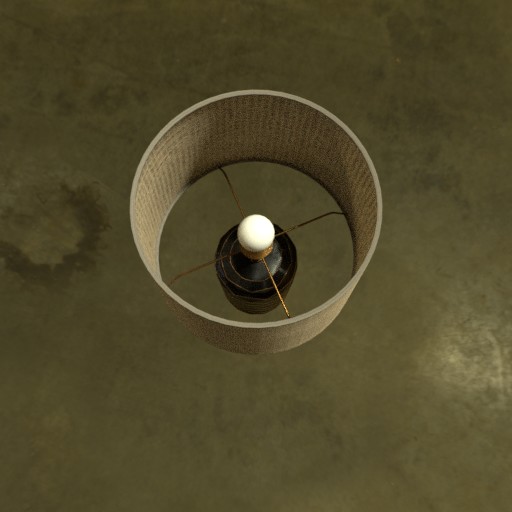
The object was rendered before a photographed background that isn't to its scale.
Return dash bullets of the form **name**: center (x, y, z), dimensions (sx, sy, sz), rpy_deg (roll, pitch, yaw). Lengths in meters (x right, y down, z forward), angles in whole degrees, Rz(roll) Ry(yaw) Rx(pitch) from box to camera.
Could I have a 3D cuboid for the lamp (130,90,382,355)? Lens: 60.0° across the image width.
- **lamp**: center (0.000, 0.000, 0.858), dimensions (0.376, 0.594, 0.376), rpy_deg (0, 76, 0)
